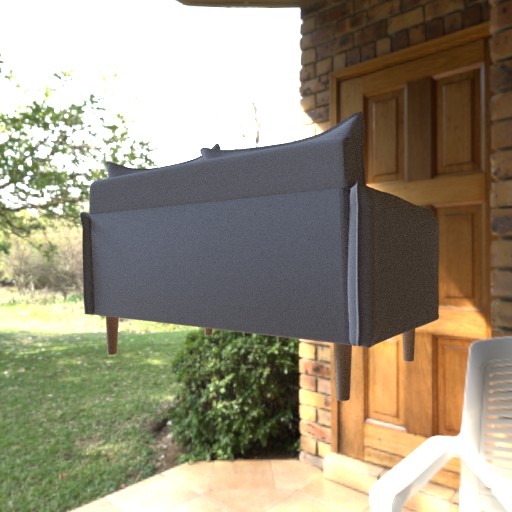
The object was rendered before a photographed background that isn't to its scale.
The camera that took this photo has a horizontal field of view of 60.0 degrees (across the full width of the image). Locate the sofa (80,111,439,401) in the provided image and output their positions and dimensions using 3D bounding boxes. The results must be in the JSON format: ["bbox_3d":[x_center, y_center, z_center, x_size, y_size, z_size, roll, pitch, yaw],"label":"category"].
[{"bbox_3d":[0.000,0.000,1.839,1.300,0.840,0.820,-1,-1,36],"label":"sofa"}]
